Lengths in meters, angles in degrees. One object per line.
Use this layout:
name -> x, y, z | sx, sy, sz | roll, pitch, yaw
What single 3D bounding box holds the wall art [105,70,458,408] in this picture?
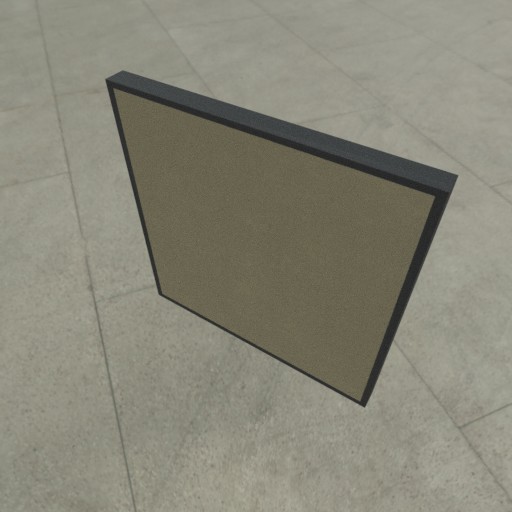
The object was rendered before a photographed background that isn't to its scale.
wall art -> 0.000, 0.000, 0.757 | 0.509, 0.507, 0.037 | 25, 51, 22
